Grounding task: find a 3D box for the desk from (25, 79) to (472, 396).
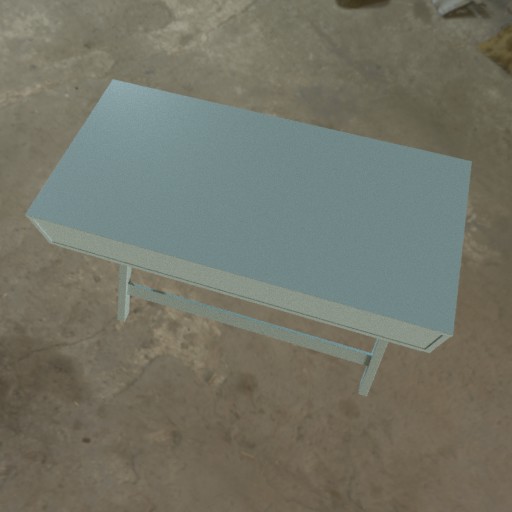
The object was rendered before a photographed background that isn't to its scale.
[{"bbox_3d":[0.000,0.000,1.497,1.059,0.780,0.509,16,64,8],"label":"desk"}]
